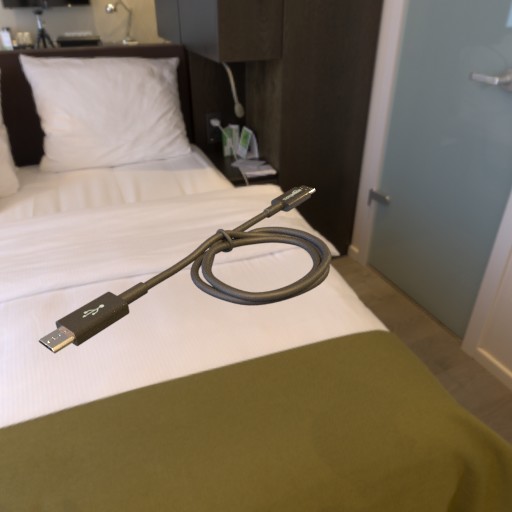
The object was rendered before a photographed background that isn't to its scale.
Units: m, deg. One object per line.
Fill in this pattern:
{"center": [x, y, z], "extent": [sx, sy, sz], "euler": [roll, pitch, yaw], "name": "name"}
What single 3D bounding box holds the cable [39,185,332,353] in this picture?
{"center": [0.000, 0.000, 0.218], "extent": [0.070, 0.014, 0.192], "euler": [21, 37, 31], "name": "cable"}
